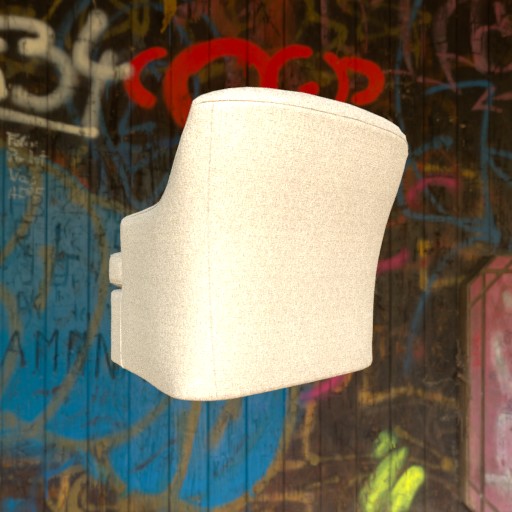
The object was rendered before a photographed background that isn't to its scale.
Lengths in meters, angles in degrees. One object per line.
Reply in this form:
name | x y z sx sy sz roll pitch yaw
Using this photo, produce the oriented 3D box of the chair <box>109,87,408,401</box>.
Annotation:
chair | 0.000 0.000 1.586 0.864 0.856 0.923 0 -1 -37
